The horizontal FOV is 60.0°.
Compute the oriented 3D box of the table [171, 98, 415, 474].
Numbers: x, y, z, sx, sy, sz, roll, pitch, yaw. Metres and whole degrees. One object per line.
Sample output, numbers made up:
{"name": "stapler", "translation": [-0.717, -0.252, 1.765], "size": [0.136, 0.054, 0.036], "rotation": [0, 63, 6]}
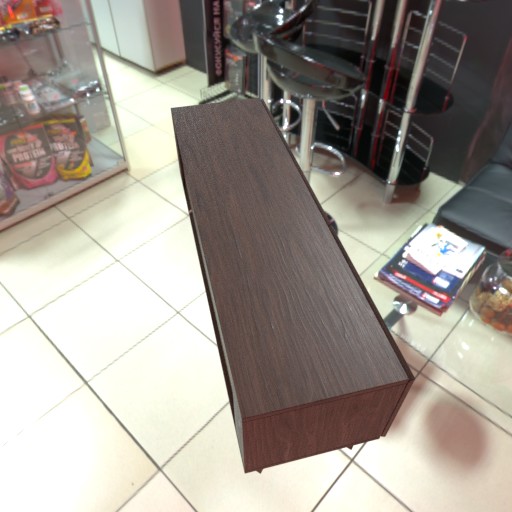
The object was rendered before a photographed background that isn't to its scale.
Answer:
{"name": "table", "translation": [0.000, 0.000, 1.625], "size": [0.405, 0.508, 1.397], "rotation": [-10, 47, -10]}
